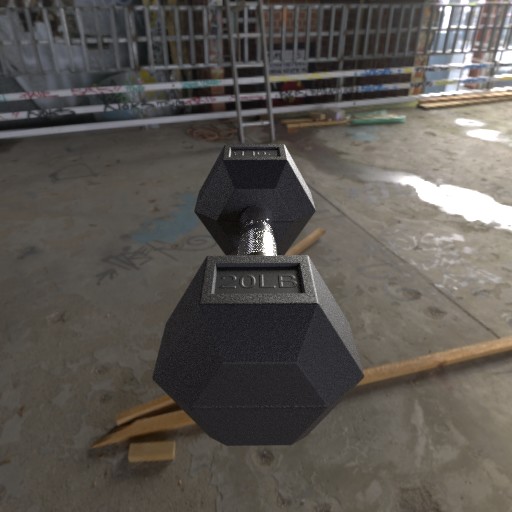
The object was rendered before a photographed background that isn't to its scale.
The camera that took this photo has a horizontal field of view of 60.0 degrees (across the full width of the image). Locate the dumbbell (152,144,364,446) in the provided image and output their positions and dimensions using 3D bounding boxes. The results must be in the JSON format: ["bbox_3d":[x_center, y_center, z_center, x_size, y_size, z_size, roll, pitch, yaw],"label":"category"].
[{"bbox_3d":[0.000,0.000,0.352,0.116,0.101,0.297,0,31,-1],"label":"dumbbell"}]
